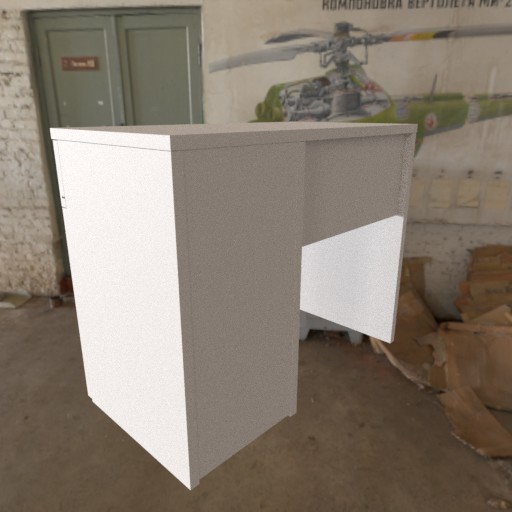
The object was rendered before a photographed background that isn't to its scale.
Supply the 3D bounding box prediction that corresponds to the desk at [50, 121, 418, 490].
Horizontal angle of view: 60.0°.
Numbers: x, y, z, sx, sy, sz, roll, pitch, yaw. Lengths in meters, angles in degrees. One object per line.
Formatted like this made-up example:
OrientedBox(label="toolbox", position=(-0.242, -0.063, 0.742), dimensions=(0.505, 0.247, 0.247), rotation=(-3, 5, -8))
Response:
OrientedBox(label="desk", position=(0.000, 0.000, 1.293), dimensions=(0.482, 0.730, 0.898), rotation=(17, 24, 41))
